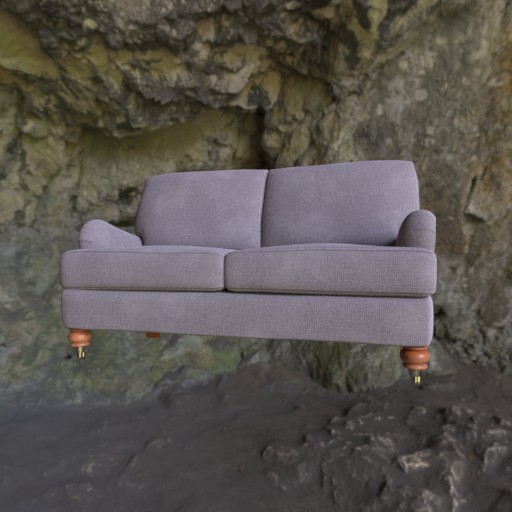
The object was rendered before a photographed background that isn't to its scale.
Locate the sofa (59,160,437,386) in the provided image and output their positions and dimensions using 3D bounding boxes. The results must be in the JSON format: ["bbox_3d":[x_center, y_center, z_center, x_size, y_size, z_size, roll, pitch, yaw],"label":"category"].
[{"bbox_3d":[0.000,0.000,2.493,1.853,1.101,1.084,0,-1,17],"label":"sofa"}]
